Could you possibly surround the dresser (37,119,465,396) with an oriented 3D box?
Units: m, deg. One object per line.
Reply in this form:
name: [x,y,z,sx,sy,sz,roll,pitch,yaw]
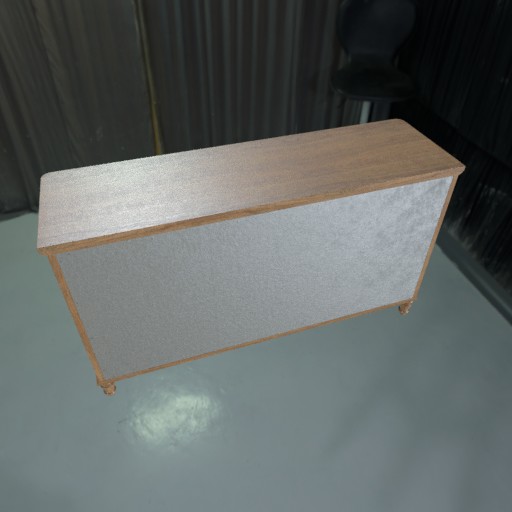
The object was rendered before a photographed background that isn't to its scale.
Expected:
dresser: [0.000,0.000,2.016,1.583,0.892,0.468,-12,43,-14]
